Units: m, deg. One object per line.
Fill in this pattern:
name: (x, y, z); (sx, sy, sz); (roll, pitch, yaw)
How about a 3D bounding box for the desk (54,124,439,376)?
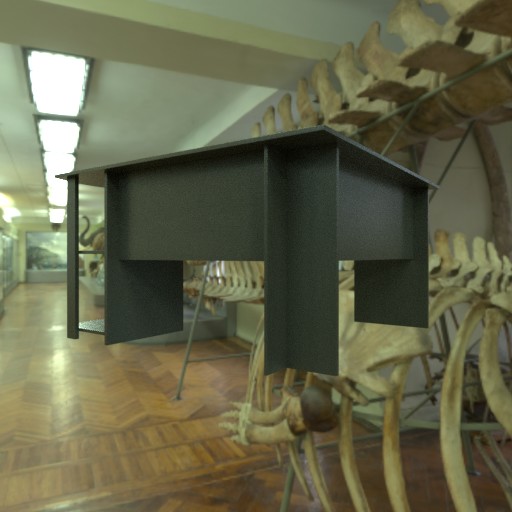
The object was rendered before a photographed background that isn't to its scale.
desk: (0.000, 0.000, 2.111); (1.361, 0.716, 1.303); (0, 0, 35)
